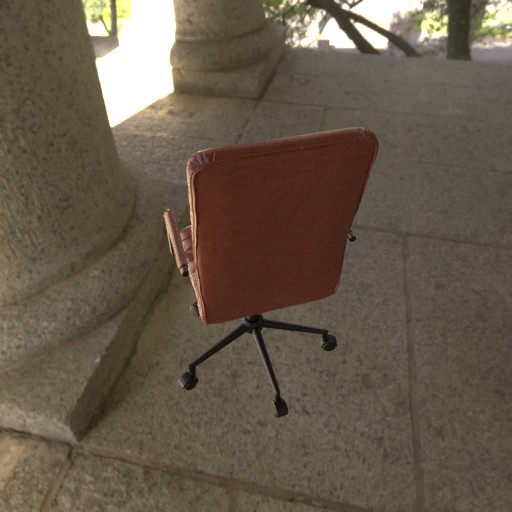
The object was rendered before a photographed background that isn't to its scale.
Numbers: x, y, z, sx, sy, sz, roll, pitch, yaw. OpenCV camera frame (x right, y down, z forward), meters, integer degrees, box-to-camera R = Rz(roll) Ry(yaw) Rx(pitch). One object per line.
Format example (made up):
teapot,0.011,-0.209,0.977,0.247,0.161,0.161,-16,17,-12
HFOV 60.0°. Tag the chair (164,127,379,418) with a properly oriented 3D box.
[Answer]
chair,0.000,0.000,1.359,0.608,0.979,0.580,-12,43,-13
